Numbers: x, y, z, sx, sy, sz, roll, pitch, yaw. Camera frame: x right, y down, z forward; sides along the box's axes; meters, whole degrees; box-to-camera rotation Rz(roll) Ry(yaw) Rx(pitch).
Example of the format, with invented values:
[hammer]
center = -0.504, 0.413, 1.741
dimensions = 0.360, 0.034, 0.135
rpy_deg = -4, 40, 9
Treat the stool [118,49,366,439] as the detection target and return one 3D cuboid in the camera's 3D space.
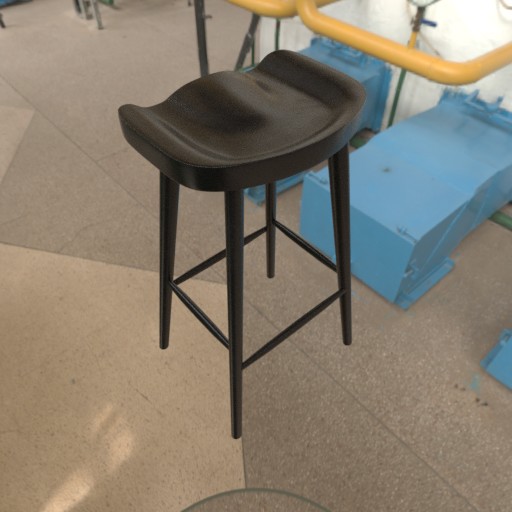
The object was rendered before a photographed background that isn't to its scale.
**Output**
[stool]
center = 0.000, 0.000, 1.017
dimensions = 0.440, 0.749, 0.361
rpy_deg = -32, 54, -26
